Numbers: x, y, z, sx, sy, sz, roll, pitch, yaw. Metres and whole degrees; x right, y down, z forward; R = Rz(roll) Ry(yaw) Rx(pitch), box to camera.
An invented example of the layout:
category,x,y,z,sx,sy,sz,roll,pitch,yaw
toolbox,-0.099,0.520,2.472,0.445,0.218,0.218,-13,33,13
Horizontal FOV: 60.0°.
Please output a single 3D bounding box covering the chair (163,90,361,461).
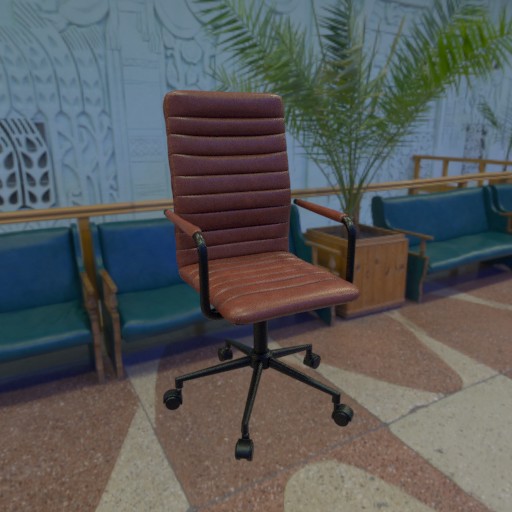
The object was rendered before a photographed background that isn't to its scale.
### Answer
category,x,y,z,sx,sy,sz,roll,pitch,yaw
chair,0.000,0.000,1.368,0.608,0.979,0.580,-8,18,-25
